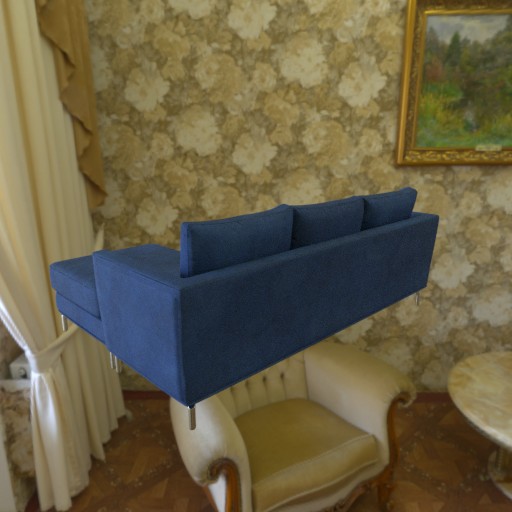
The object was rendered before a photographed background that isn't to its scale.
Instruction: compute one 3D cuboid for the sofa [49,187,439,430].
[{"bbox_3d":[0.000,0.000,3.261,2.438,0.987,1.622,-15,21,-42],"label":"sofa"}]
